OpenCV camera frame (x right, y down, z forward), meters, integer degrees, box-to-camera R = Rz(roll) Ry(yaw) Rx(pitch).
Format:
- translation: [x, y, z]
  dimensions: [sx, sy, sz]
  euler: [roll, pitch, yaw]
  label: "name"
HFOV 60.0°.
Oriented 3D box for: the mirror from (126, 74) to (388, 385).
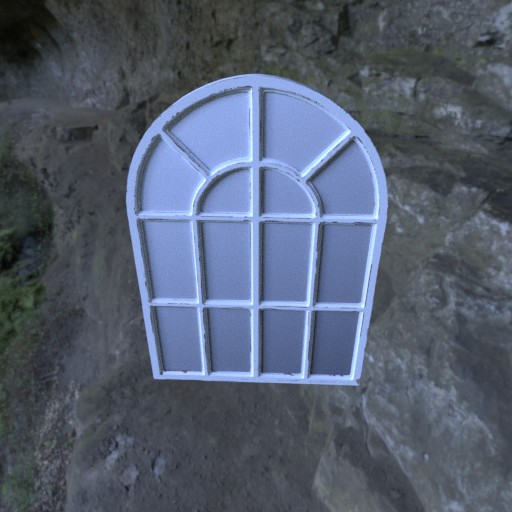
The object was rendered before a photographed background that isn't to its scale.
- translation: [0.000, 0.000, 1.203]
  dimensions: [0.660, 0.920, 0.032]
  euler: [1, 30, 2]
  label: "mirror"
